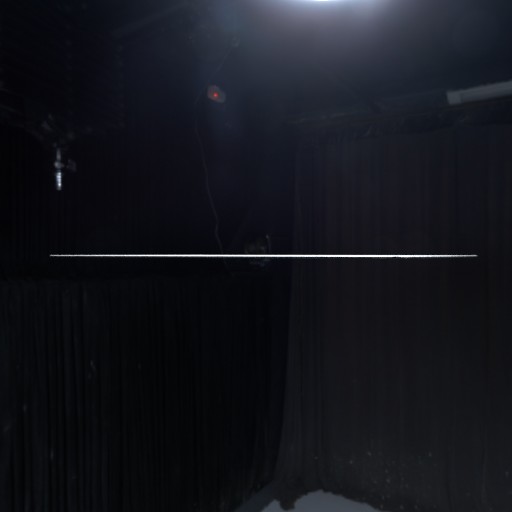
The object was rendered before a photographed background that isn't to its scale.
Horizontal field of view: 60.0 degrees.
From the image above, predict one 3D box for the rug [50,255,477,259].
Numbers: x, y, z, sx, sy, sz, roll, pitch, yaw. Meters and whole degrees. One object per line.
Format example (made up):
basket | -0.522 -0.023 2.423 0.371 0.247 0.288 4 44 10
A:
rug | 0.000 0.000 2.969 2.442 0.010 1.546 0 0 36
